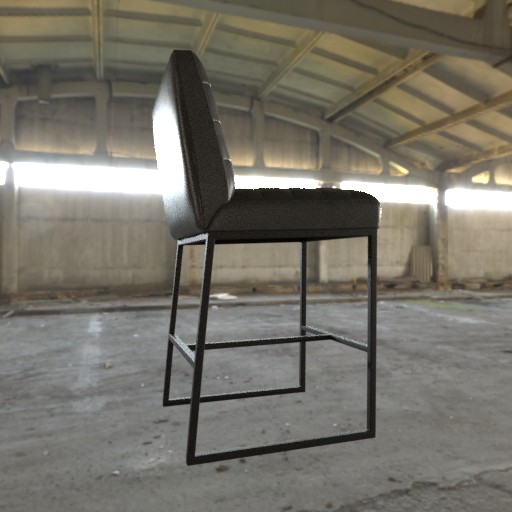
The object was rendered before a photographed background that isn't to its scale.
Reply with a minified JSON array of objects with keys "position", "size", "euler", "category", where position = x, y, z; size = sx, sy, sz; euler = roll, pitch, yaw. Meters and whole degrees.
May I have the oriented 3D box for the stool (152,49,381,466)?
[{"position":[0.000,0.000,1.270],"size":[0.552,0.938,0.457],"euler":[0,-1,-19],"category":"stool"}]
